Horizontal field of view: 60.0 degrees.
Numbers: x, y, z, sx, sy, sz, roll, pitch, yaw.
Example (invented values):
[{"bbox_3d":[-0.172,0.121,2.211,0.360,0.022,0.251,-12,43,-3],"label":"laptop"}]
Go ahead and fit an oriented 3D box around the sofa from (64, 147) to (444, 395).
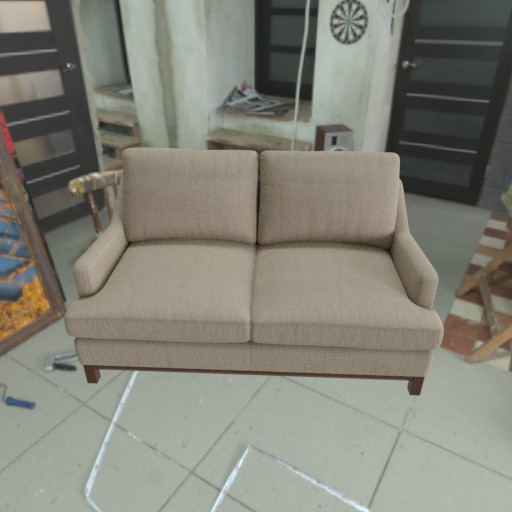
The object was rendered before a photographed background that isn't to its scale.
[{"bbox_3d":[0.000,0.000,2.244,1.619,0.910,1.004,1,30,2],"label":"sofa"}]
